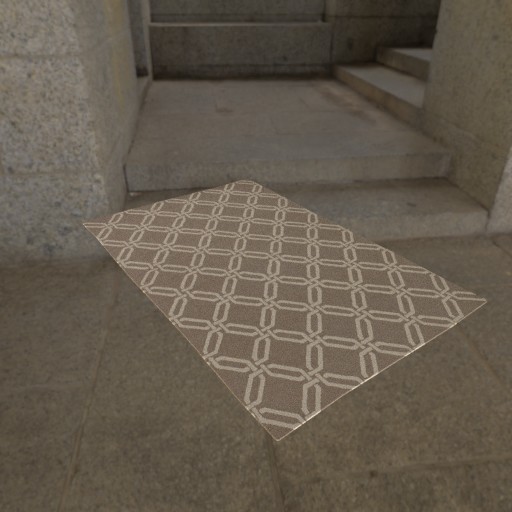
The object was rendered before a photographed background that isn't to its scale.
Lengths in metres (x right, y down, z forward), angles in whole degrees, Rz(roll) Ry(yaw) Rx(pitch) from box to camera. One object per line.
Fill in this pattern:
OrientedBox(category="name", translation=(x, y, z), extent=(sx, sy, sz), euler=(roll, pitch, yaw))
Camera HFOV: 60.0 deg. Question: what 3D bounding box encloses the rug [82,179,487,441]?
OrientedBox(category="rug", translation=(0.000, 0.000, 2.163), extent=(1.142, 0.010, 1.748), euler=(-21, 37, -31))
